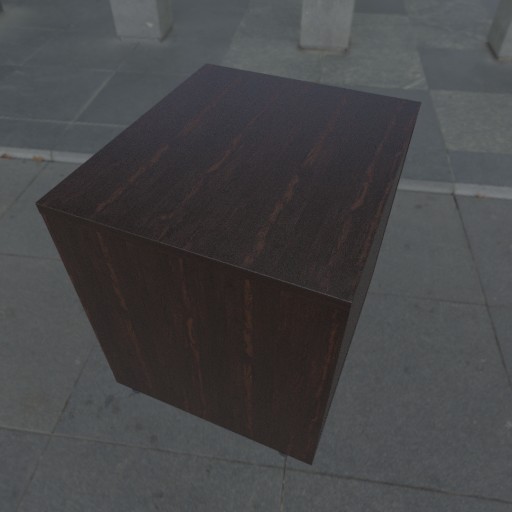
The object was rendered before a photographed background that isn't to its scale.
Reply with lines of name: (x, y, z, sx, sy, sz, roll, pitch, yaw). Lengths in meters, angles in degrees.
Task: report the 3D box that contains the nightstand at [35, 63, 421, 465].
nightstand: (0.000, 0.000, 0.857, 0.427, 0.487, 0.489, 17, 48, 16)
